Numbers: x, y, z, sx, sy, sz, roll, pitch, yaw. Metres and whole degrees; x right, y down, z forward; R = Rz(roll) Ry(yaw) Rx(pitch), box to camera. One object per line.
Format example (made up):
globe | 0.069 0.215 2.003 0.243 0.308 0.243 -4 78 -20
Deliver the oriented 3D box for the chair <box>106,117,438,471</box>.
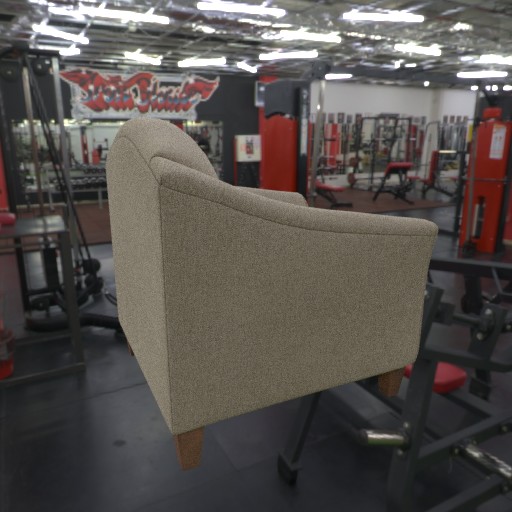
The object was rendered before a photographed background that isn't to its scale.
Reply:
chair | 0.000 0.000 1.421 0.787 0.839 0.763 -7 16 -25
